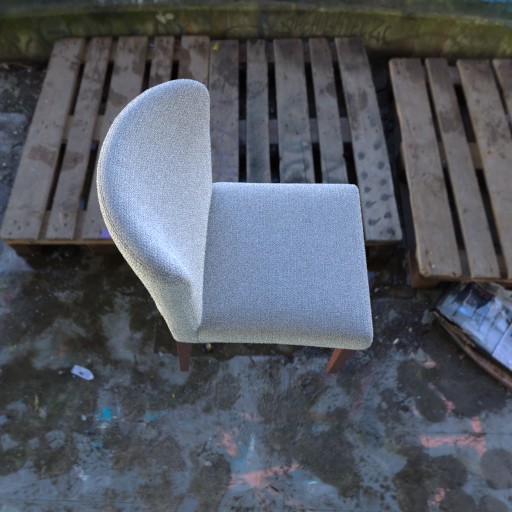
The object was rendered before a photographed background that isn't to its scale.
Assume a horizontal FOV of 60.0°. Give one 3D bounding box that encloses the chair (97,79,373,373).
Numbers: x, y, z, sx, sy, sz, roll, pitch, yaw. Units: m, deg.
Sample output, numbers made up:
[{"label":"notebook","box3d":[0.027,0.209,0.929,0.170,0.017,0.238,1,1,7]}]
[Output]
[{"label":"chair","box3d":[0.000,0.000,1.192,0.589,0.839,0.491,1,63,1]}]
